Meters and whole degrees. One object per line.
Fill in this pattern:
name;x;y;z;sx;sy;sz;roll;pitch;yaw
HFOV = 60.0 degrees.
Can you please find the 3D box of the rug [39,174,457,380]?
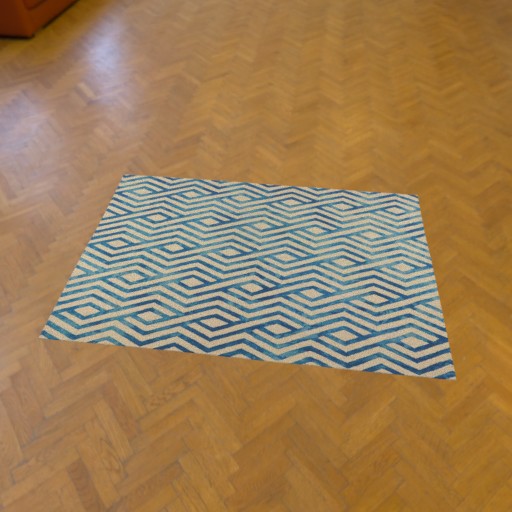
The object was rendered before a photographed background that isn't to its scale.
rug;0.000;0.000;2.340;1.830;0.008;1.225;5;47;4
